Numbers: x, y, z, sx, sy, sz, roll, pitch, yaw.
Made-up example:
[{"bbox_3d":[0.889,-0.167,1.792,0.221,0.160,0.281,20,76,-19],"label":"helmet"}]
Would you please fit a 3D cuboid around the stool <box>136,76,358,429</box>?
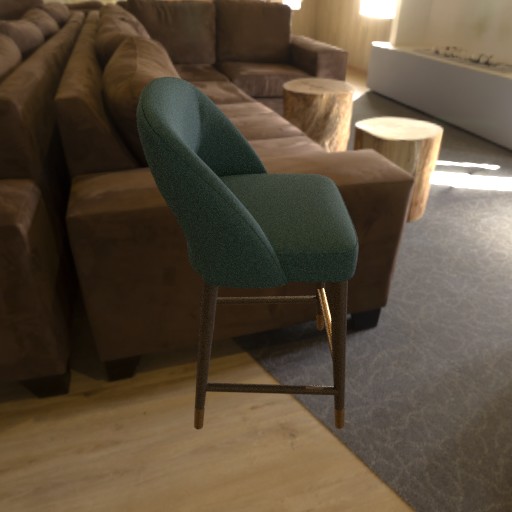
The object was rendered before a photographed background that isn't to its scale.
[{"bbox_3d":[0.000,0.000,1.264,0.522,0.939,0.536,0,32,0],"label":"stool"}]
